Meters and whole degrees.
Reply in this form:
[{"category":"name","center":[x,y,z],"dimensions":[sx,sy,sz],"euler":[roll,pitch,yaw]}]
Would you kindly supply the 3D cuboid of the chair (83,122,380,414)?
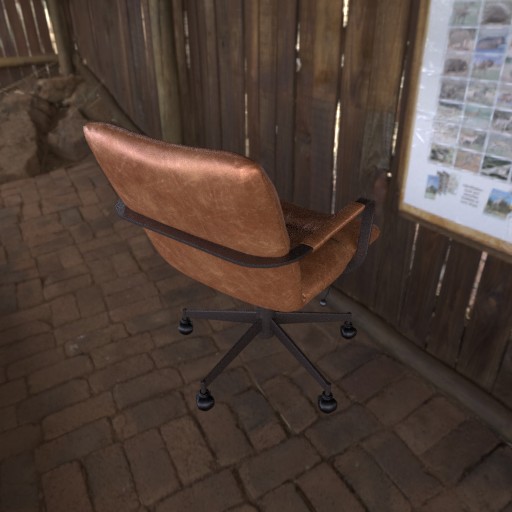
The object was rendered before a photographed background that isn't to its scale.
[{"category":"chair","center":[0.000,0.000,1.455],"dimensions":[0.727,0.922,0.754],"euler":[21,35,32]}]
